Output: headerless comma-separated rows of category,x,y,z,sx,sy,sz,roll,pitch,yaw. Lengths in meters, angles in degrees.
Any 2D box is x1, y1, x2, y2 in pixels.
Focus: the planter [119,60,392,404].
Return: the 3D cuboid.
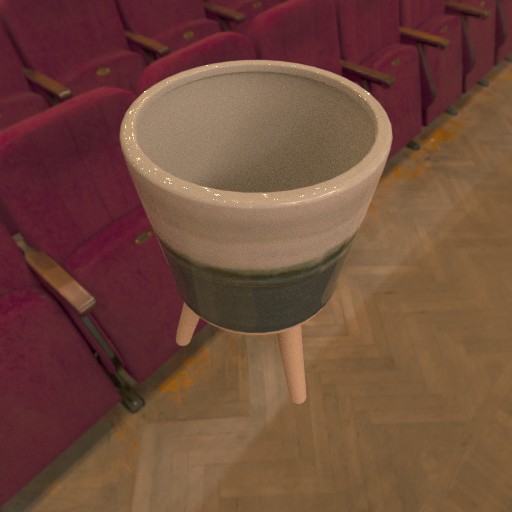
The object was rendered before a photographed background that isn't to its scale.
planter,0.000,0.000,0.478,0.217,0.331,0.217,33,55,27
